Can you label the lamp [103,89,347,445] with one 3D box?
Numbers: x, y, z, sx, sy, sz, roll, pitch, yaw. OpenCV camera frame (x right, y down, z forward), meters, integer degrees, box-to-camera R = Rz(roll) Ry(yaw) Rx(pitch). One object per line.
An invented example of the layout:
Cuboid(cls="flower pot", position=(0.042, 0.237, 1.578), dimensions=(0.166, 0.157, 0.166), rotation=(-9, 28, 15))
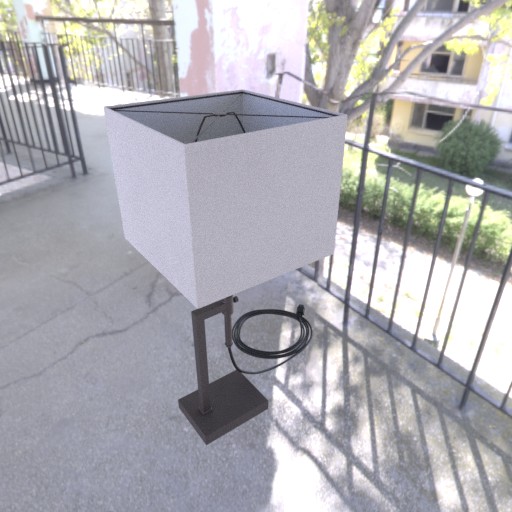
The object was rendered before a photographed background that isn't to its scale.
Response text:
Cuboid(cls="lamp", position=(0.000, 0.000, 0.962), dimensions=(0.504, 0.660, 0.399), rotation=(-20, 35, -31))
